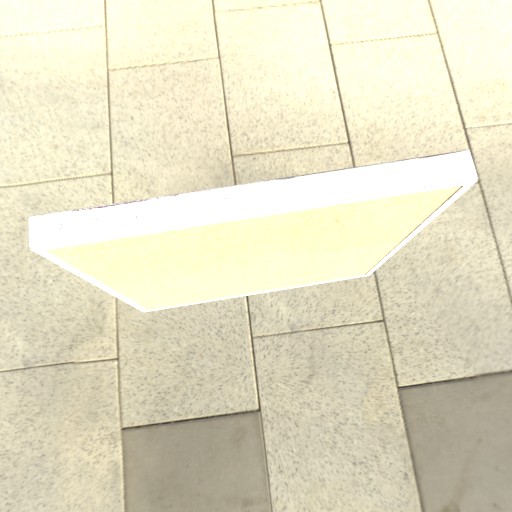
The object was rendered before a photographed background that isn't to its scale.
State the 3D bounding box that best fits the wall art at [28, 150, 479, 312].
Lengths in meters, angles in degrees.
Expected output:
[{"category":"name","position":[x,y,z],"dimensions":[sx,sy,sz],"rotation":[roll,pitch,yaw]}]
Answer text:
[{"category":"wall art","position":[0.000,0.000,0.744],"dimensions":[0.508,0.508,0.038],"rotation":[-9,75,-2]}]
